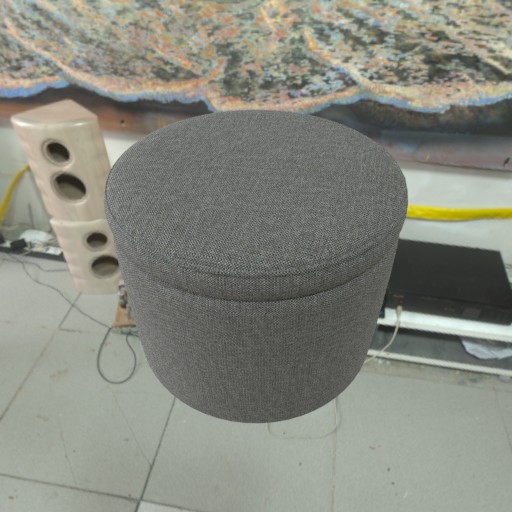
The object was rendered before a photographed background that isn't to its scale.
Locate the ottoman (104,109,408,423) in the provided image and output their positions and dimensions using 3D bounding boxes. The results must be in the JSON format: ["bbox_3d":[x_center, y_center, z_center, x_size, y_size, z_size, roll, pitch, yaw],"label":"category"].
[{"bbox_3d":[0.000,0.000,0.895,0.520,0.430,0.520,0,42,0],"label":"ottoman"}]
